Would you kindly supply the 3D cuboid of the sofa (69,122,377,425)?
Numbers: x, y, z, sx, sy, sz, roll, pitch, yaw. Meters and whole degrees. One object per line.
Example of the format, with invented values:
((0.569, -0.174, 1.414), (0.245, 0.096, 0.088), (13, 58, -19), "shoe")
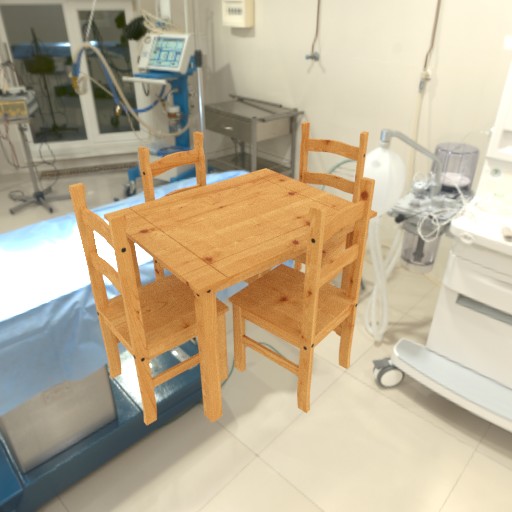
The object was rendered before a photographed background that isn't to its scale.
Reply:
((0.000, 0.000, 2.226), (1.529, 1.000, 1.144), (-23, 37, -33), "sofa")
